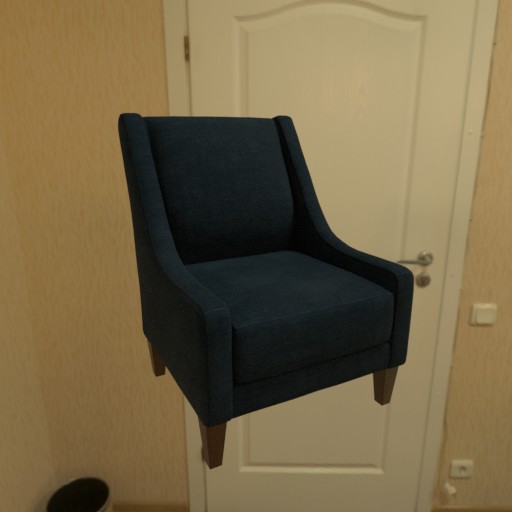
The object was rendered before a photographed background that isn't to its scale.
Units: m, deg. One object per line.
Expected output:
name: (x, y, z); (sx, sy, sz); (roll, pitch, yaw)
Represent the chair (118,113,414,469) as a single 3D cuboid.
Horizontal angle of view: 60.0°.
chair: (0.000, 0.000, 1.629); (0.774, 1.014, 0.870); (-8, 18, -27)
